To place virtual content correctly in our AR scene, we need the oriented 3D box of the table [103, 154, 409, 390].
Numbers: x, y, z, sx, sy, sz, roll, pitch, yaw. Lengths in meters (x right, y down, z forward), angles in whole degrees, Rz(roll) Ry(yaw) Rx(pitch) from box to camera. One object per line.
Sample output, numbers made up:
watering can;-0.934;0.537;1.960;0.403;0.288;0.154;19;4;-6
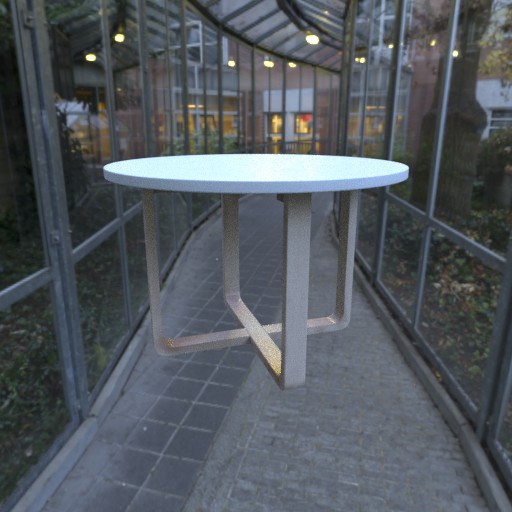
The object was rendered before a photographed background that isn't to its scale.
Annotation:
table;0.000;0.000;0.973;0.600;0.400;0.600;0;16;0
